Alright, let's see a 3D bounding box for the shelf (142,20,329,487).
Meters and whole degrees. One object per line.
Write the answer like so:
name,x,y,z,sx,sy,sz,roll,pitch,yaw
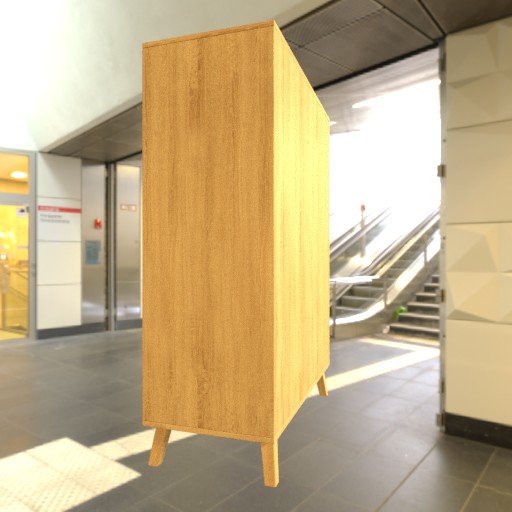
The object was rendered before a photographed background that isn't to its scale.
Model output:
shelf,0.000,0.000,1.848,0.450,1.390,1.000,0,0,19
